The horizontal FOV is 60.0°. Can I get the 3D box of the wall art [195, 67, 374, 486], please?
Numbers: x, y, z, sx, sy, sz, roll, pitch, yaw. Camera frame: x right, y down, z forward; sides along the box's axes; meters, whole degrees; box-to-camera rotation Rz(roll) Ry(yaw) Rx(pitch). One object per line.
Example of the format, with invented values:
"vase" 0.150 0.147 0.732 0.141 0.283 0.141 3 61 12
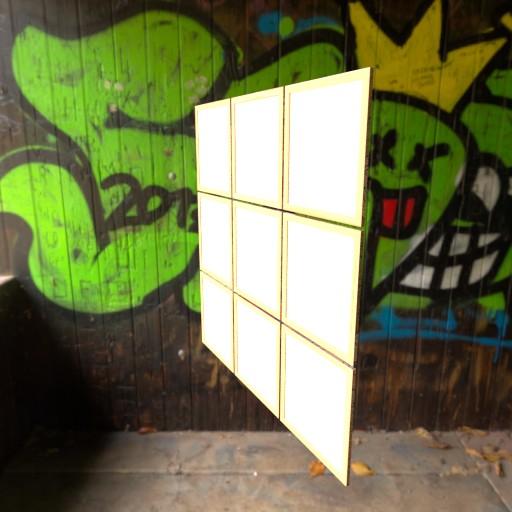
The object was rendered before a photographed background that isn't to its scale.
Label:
"wall art" 0.000 0.000 1.754 0.013 1.218 1.206 -7 16 -27
